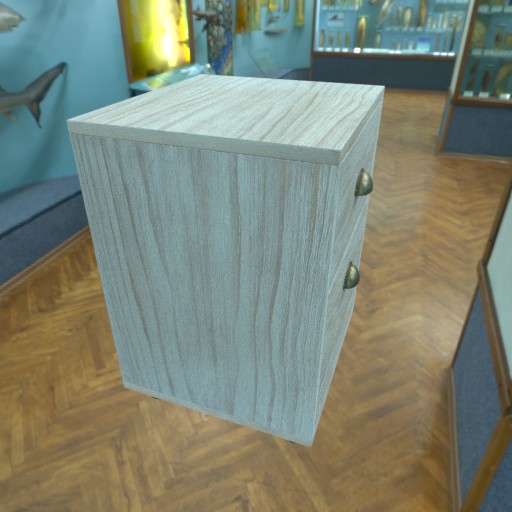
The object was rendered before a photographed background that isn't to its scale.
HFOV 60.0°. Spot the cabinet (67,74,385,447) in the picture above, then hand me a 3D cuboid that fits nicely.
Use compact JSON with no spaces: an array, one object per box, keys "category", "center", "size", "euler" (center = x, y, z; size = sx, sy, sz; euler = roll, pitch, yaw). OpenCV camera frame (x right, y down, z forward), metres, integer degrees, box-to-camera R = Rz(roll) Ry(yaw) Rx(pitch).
[{"category":"cabinet","center":[0.000,0.000,0.858],"size":[0.401,0.579,0.409],"euler":[11,33,18]}]
